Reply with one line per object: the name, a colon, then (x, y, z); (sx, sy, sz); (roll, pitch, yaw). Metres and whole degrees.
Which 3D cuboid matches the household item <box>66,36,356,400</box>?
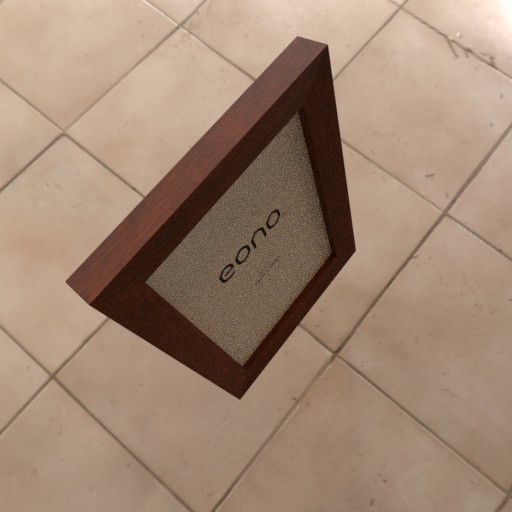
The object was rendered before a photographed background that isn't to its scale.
household item: (0.000, 0.000, 0.287); (0.096, 0.204, 0.160); (38, 78, 10)
